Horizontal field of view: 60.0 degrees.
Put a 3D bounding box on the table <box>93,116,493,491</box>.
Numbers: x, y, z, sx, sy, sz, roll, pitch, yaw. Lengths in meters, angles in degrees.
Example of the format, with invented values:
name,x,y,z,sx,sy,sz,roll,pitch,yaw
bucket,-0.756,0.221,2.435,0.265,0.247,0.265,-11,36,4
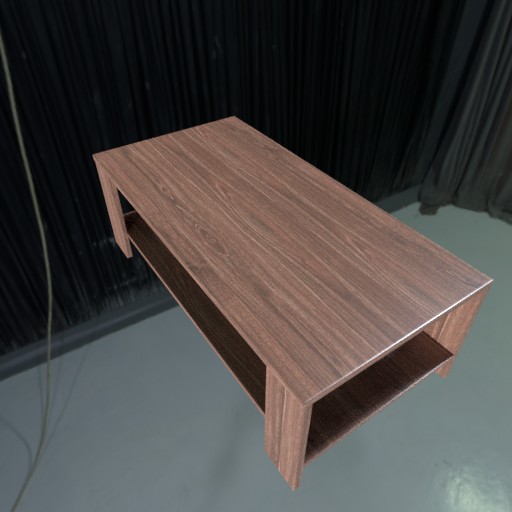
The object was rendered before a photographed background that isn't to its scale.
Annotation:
name,x,y,z,sx,sy,sz,roll,pitch,yaw
table,0.000,0.000,1.472,0.600,0.400,1.200,-24,46,-25
